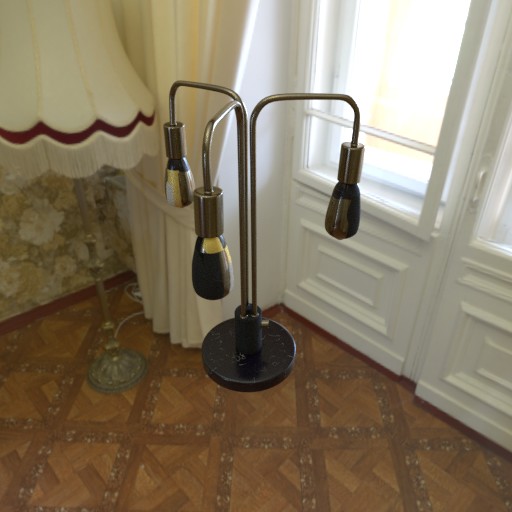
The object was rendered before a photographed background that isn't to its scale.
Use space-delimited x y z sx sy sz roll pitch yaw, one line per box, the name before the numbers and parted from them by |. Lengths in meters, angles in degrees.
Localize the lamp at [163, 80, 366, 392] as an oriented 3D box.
lamp | 0.000 0.000 0.806 0.368 0.560 0.355 0 33 0
